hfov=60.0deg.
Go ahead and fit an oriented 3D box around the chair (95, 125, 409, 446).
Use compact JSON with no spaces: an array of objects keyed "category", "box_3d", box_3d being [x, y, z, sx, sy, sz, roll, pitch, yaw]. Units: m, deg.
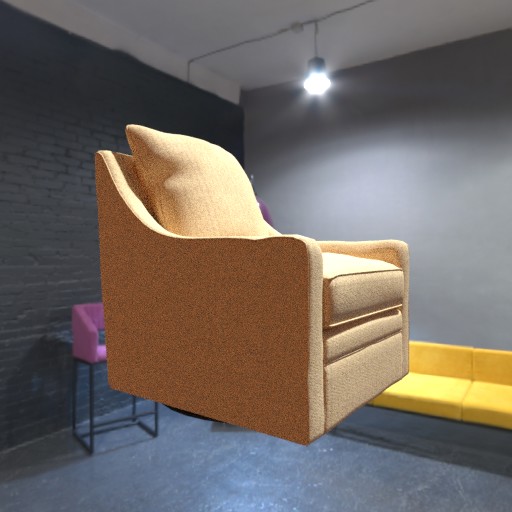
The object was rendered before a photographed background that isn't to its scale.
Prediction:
[{"category":"chair","box_3d":[0.000,0.000,1.572,0.876,0.927,0.760,0,1,36]}]
